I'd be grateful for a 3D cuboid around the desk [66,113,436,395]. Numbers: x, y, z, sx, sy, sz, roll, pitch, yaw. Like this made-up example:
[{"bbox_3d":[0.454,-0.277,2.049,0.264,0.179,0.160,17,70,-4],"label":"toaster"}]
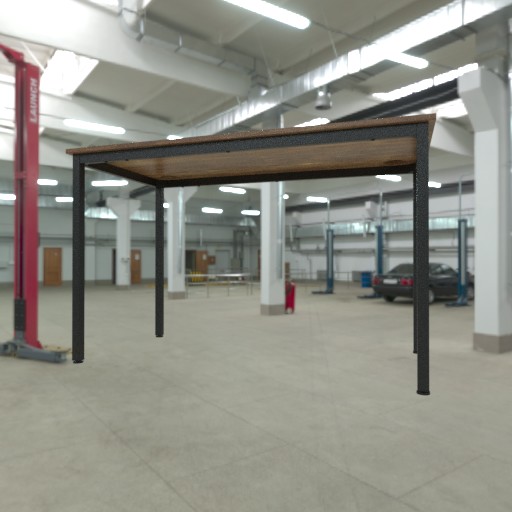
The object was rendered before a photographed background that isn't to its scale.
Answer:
[{"bbox_3d":[0.000,0.000,1.637,1.200,0.749,0.600,0,0,19],"label":"desk"}]
